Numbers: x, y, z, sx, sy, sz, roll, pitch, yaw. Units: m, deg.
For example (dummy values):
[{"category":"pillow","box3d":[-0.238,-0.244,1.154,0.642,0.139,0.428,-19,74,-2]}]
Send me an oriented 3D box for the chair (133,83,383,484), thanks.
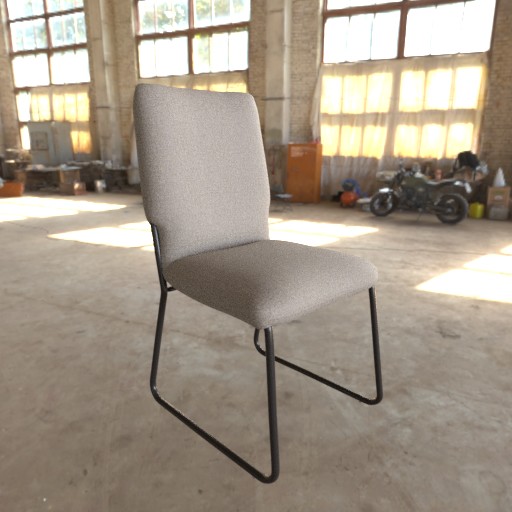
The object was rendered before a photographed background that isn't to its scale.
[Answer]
[{"category":"chair","box3d":[0.000,0.000,1.166,0.448,0.864,0.560,-14,20,-42]}]
